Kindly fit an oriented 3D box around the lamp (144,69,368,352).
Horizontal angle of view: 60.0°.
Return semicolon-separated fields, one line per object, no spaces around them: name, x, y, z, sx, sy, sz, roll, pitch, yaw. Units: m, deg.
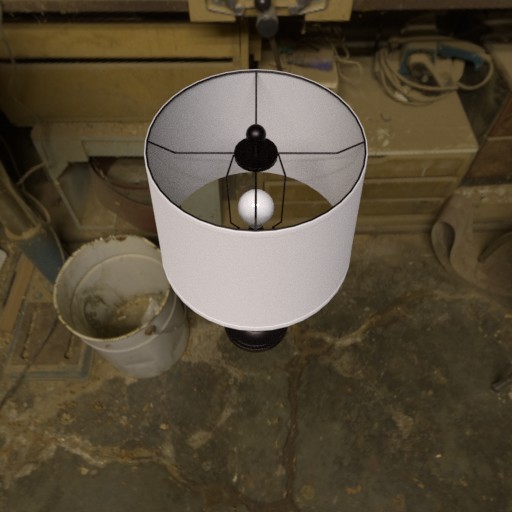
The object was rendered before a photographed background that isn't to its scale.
lamp;0.000;0.000;0.951;0.383;0.726;0.383;0;59;0
